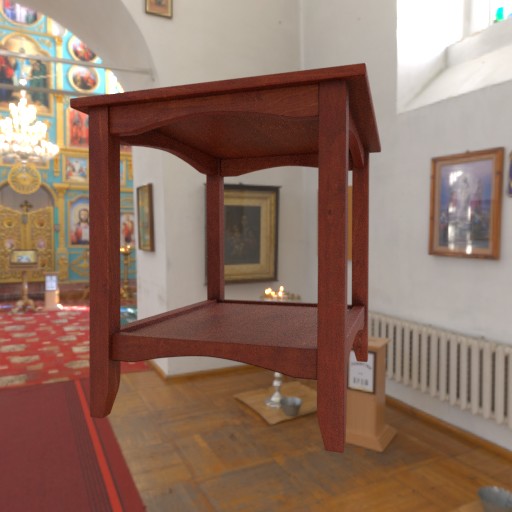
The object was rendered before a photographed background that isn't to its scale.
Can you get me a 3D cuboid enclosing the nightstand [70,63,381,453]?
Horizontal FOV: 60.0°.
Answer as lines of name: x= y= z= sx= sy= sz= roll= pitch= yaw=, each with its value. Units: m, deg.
nightstand: x=0.000 y=0.000 z=0.965 sx=0.501 sy=0.558 sz=0.558 roll=1 pitch=2 yaw=18
